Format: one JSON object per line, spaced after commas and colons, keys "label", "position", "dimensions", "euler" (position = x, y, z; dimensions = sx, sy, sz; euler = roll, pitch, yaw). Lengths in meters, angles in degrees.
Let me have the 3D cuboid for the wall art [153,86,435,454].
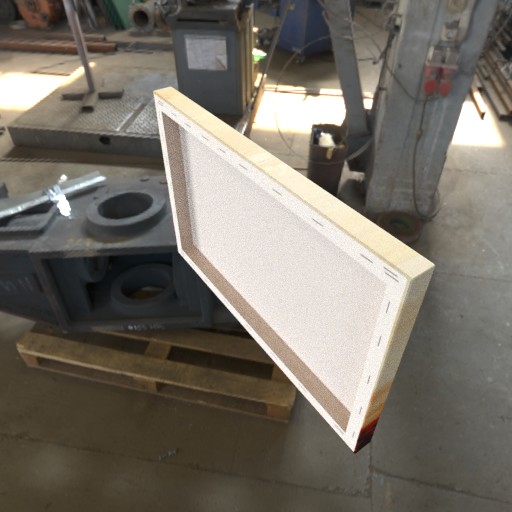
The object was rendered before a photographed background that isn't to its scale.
{"label": "wall art", "position": [0.000, 0.000, 0.785], "dimensions": [0.040, 0.402, 0.613], "euler": [-25, 48, -26]}
